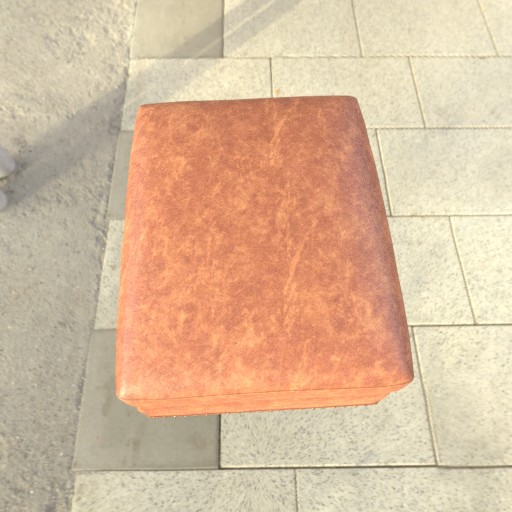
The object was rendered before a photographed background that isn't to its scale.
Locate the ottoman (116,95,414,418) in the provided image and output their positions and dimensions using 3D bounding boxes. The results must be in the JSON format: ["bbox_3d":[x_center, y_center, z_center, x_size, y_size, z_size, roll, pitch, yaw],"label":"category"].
[{"bbox_3d":[0.000,0.000,1.140,0.586,0.486,0.742,-3,64,-1],"label":"ottoman"}]
